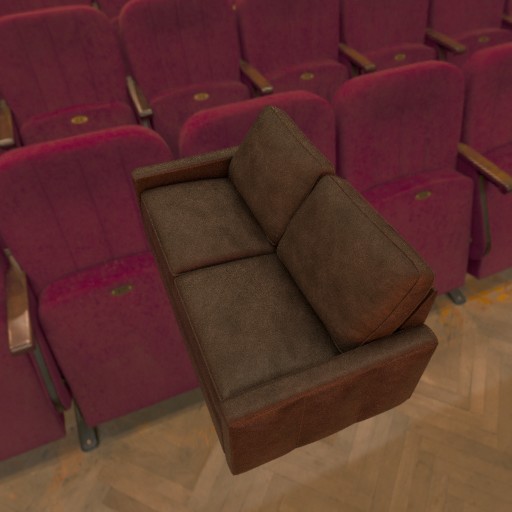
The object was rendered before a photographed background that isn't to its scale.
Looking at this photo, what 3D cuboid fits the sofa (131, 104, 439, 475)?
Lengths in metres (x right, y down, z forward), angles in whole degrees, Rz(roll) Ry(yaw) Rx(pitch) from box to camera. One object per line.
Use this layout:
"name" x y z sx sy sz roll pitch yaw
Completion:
"sofa" 0.000 0.000 2.319 0.939 0.916 1.732 -17 48 -16
